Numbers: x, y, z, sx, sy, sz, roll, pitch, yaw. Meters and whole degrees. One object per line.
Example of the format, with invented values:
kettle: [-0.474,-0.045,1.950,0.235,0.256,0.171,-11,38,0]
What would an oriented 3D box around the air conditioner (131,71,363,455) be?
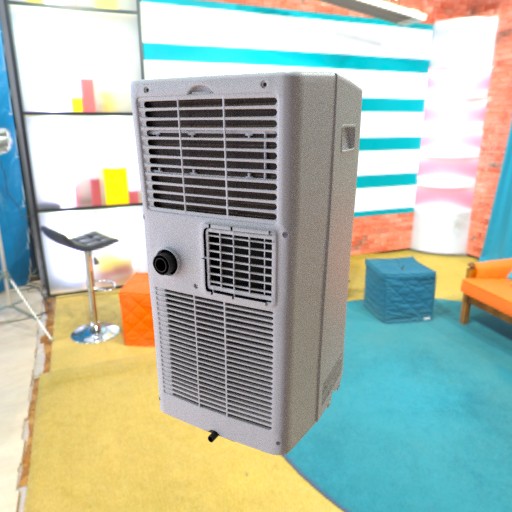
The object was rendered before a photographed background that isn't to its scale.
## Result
air conditioner: [0.000,0.000,0.814,0.304,0.606,0.349,9,19,27]
